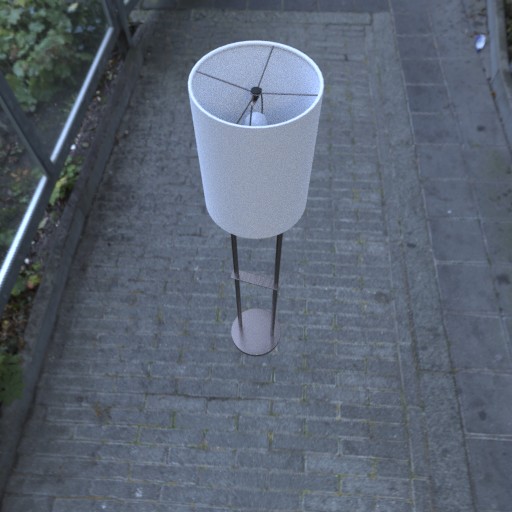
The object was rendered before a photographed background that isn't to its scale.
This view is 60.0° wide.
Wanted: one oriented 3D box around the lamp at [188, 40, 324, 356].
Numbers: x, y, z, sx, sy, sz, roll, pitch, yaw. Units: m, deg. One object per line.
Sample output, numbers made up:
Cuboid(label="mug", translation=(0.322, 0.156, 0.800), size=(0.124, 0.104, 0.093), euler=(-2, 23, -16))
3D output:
Cuboid(label="lamp", translation=(0.000, 0.000, 1.634), size=(0.306, 1.500, 0.305), euler=(15, 59, 9))
